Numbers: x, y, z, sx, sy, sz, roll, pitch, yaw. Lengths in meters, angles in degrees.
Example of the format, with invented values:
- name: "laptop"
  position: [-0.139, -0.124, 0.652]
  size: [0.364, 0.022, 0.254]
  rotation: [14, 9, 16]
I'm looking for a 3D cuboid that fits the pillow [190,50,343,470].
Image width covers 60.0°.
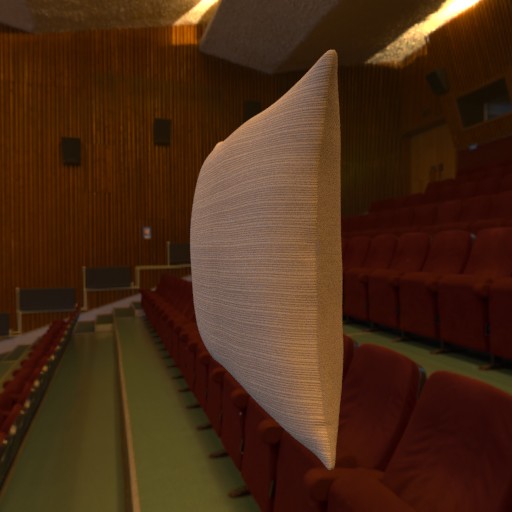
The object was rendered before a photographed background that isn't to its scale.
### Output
- name: "pillow"
  position: [0.000, 0.000, 0.756]
  size: [0.204, 0.497, 0.512]
  rotation: [0, 1, -19]
